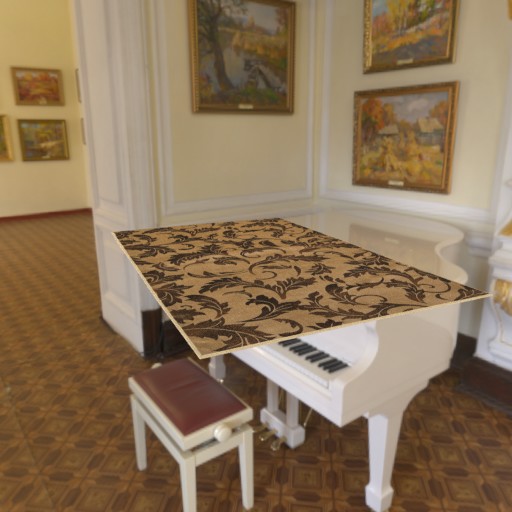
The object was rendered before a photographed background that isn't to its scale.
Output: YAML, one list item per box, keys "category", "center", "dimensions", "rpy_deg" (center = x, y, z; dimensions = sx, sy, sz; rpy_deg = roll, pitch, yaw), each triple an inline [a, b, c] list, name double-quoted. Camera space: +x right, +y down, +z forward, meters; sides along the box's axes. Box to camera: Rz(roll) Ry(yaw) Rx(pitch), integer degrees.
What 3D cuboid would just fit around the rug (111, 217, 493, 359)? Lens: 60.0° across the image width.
- category: "rug"
  center: [0.000, 0.000, 2.873]
  dimensions: [1.522, 0.008, 2.284]
  rpy_deg: [-7, 17, -24]
